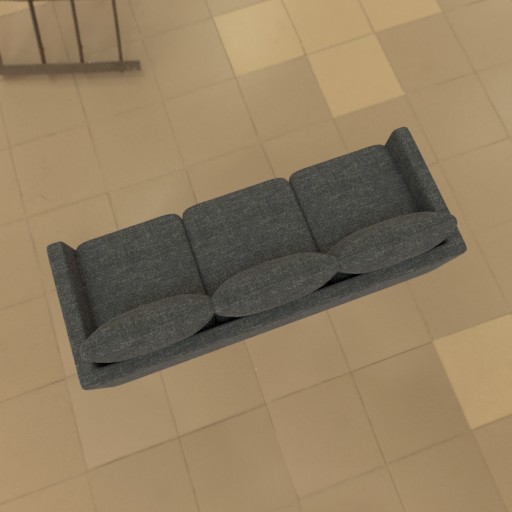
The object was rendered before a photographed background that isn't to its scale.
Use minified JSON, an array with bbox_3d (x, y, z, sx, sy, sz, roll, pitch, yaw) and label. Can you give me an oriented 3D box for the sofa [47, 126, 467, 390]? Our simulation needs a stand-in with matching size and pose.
[{"bbox_3d":[0.000,0.000,2.682,2.218,0.874,0.859,-19,76,-5],"label":"sofa"}]
